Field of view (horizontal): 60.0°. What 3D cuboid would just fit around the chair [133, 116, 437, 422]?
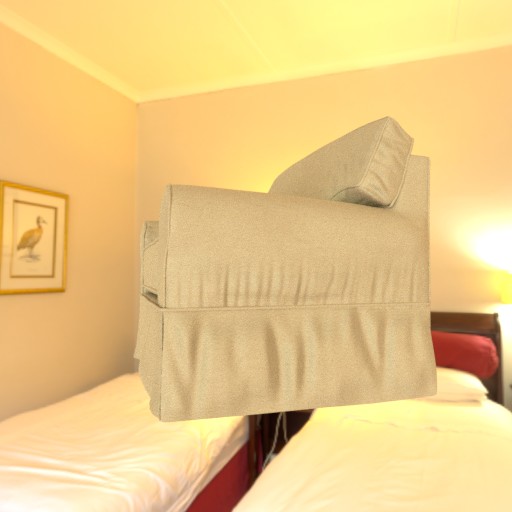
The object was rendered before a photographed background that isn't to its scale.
[{"bbox_3d":[0.000,0.000,1.776,0.903,0.937,1.096,1,-2,-18],"label":"chair"}]
